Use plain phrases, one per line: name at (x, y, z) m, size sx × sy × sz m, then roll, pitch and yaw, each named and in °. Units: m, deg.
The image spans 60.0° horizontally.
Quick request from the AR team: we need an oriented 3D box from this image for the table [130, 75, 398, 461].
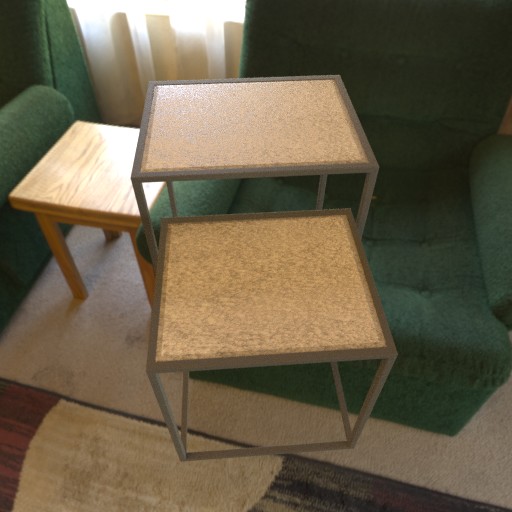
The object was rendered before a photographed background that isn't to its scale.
table at (0.000, 0.000, 1.112) m, size 0.508 × 0.540 × 0.788 m, roll -3°, pitch 48°, yaw -3°
